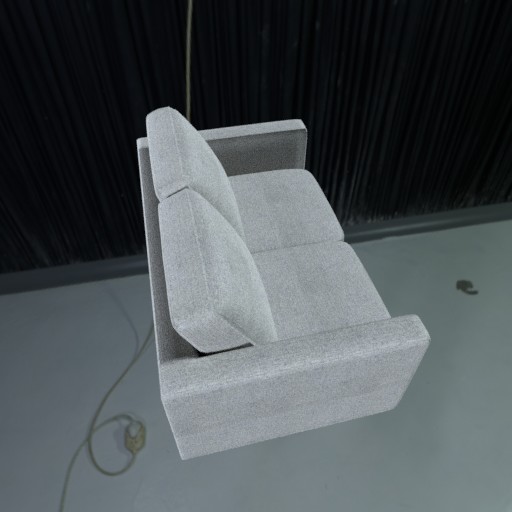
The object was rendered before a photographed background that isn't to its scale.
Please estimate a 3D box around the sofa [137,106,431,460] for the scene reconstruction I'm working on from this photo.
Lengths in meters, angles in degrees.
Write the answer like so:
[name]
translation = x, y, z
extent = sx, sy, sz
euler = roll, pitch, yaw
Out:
[sofa]
translation = 0.000, 0.000, 2.143
extent = 0.969, 0.973, 1.527
euler = -10, 47, -9
